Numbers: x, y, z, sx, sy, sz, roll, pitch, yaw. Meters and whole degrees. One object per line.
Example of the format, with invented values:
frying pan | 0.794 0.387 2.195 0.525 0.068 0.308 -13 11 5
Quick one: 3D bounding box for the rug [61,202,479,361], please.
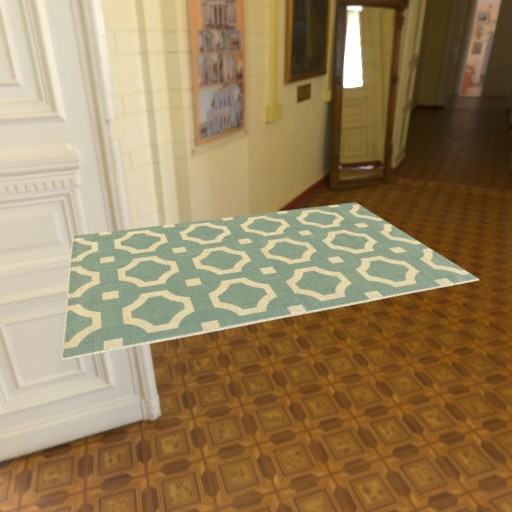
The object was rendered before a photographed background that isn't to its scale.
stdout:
rug | 0.000 0.000 3.080 2.443 0.015 1.528 -8 27 -17
